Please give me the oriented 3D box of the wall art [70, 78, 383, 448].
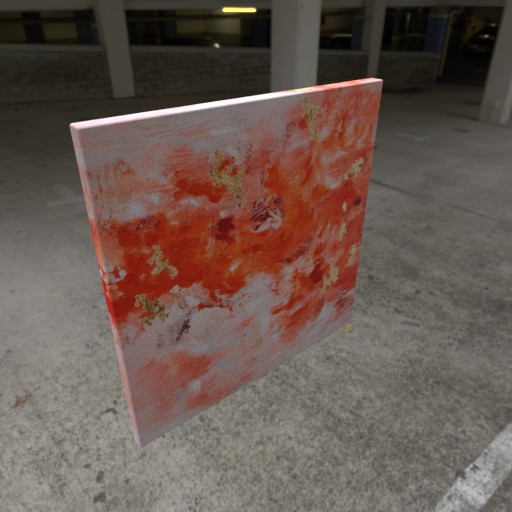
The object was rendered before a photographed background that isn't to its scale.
[{"bbox_3d":[0.000,0.000,1.079,0.747,0.746,0.064,-22,37,-33],"label":"wall art"}]
